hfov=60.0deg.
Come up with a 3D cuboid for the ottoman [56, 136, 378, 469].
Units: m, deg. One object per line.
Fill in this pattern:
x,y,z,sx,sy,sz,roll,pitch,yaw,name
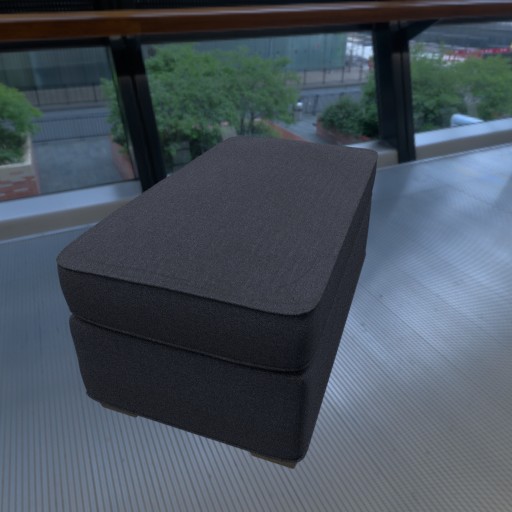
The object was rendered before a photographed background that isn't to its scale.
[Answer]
0.000,0.000,1.172,0.505,0.453,0.895,10,32,17,ottoman
